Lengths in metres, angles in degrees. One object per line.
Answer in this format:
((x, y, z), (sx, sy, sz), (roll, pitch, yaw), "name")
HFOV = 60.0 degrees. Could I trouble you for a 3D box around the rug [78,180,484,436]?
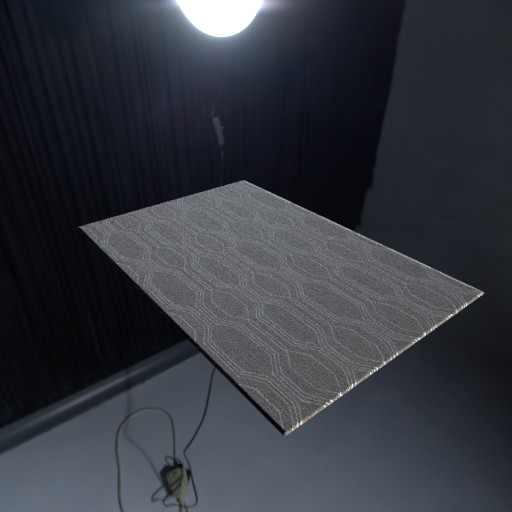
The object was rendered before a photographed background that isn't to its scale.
((0.000, 0.000, 2.332), (1.239, 0.012, 1.836), (-22, 37, -33), "rug")
